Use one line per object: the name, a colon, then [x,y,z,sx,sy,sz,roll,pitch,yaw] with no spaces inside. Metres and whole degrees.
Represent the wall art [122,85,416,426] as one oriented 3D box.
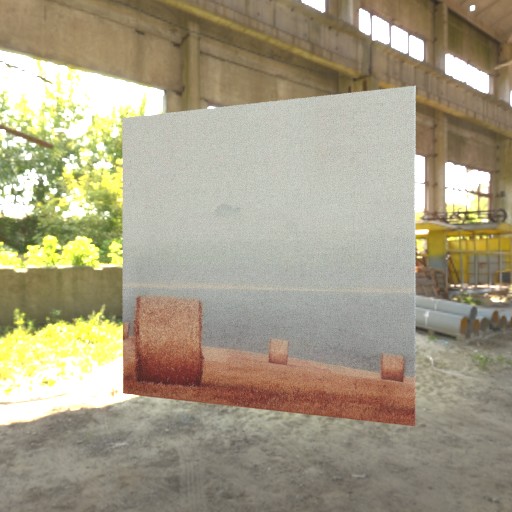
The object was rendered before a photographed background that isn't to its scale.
wall art: [0.000,0.000,0.599,0.405,0.405,0.023,0,0,18]
